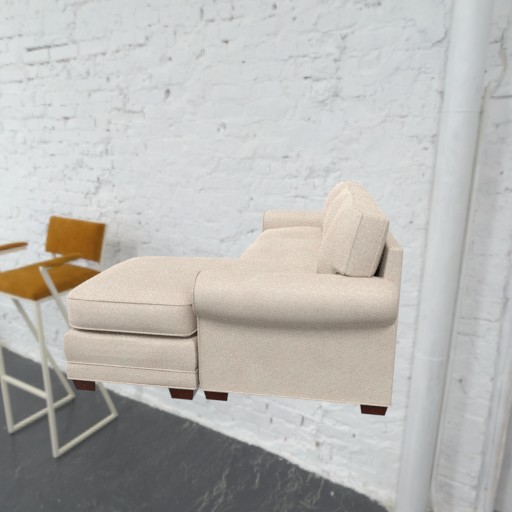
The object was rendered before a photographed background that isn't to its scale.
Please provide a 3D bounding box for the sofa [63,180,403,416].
[{"bbox_3d":[0.000,0.000,2.339,1.226,0.734,1.770,2,14,9],"label":"sofa"}]
